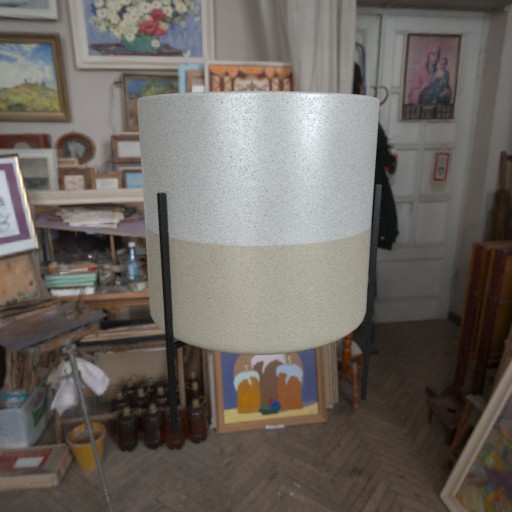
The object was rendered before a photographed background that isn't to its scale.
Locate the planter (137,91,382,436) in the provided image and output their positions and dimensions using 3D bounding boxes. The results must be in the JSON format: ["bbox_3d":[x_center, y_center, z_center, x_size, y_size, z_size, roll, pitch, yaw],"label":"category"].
[{"bbox_3d":[0.000,0.000,0.731,0.359,0.484,0.368,14,21,41],"label":"planter"}]
